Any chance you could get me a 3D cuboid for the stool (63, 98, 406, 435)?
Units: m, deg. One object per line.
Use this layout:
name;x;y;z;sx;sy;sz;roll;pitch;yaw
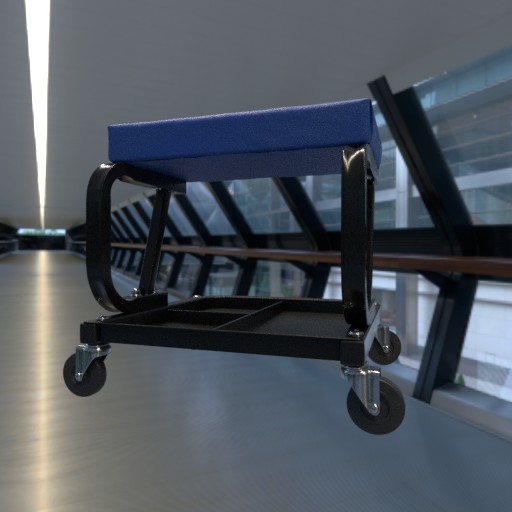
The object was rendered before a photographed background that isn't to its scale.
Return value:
stool;0.000;0.000;0.695;0.446;0.380;0.371;0;1;19
